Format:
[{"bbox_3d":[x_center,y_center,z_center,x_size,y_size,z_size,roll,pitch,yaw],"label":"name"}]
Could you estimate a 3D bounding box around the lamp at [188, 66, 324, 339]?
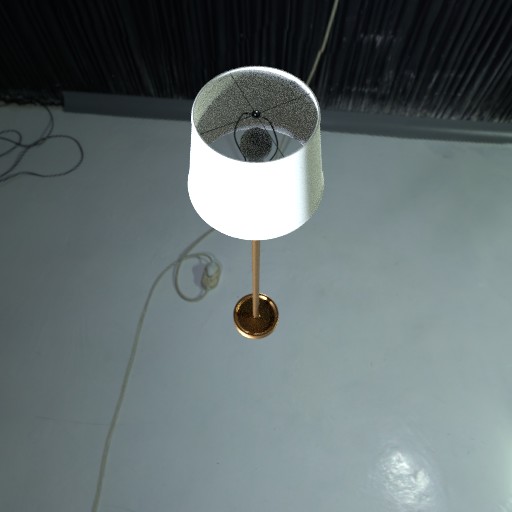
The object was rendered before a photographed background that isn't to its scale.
[{"bbox_3d":[0.000,0.000,0.792,0.178,0.710,0.178,0,64,0],"label":"lamp"}]
